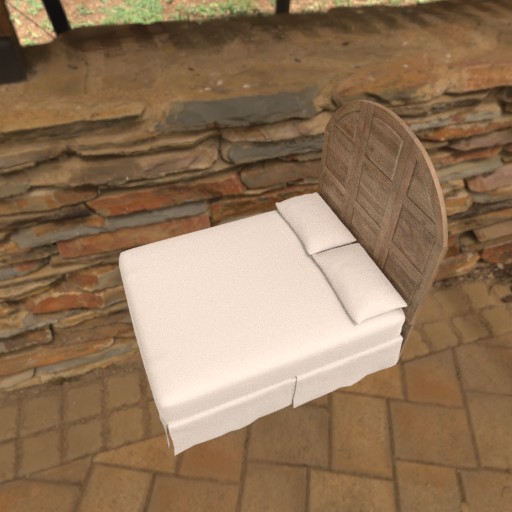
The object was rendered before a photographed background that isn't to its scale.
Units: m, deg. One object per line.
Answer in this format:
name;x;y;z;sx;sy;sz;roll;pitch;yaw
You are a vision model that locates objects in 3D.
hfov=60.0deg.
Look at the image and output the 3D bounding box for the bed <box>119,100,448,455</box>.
bed;0.000;0.000;3.479;2.112;2.002;1.713;-16;48;-15
